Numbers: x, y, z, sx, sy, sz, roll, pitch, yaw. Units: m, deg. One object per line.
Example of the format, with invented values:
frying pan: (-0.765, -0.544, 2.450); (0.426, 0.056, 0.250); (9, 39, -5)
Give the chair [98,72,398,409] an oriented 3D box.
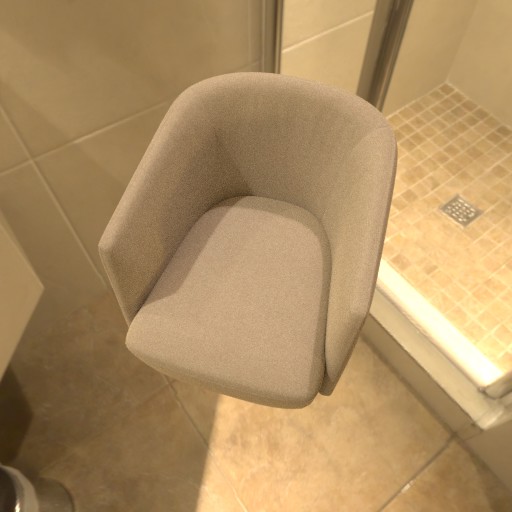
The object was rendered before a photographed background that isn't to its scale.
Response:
chair: (0.000, 0.000, 1.635); (0.822, 0.861, 0.986); (14, 58, 9)
